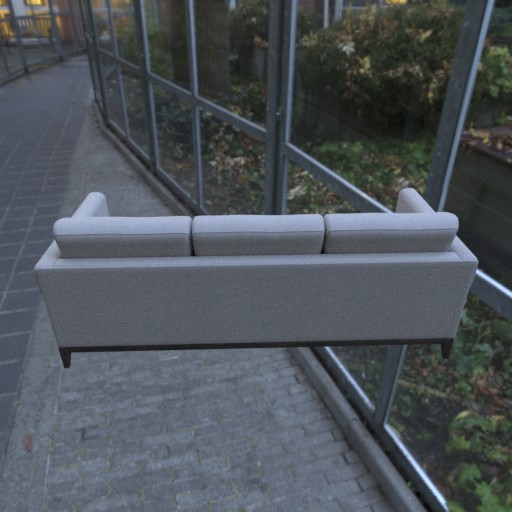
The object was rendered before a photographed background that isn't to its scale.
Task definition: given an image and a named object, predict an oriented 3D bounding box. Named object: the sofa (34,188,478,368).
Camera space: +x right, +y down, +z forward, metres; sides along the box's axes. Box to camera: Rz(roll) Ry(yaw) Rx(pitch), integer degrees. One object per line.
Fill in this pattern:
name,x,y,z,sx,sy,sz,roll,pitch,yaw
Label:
sofa,0.000,0.000,2.691,2.210,0.838,0.959,-1,31,-2
